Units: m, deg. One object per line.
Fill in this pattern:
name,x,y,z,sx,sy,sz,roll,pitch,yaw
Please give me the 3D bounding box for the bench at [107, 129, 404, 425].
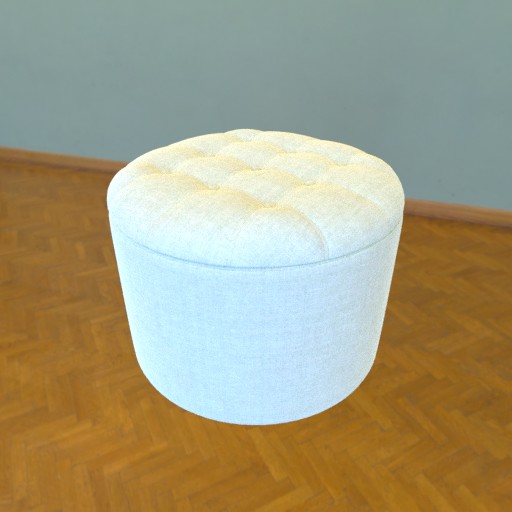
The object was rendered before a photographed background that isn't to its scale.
bench,0.000,0.000,1.012,0.600,0.453,0.600,0,32,0
